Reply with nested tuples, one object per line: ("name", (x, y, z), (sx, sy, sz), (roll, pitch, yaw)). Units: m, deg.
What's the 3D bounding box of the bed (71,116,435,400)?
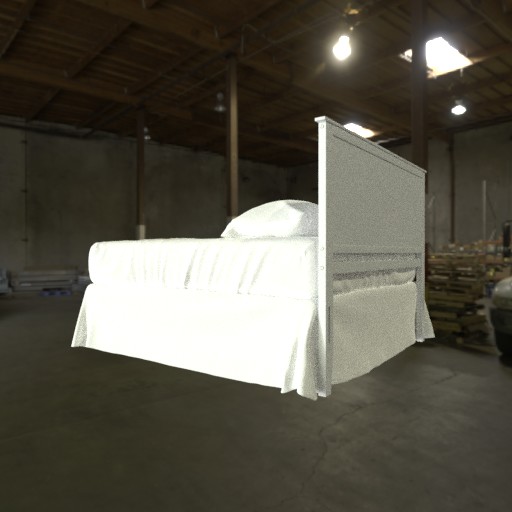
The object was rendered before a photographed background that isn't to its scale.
("bed", (0.000, 0.000, 3.228), (2.047, 1.269, 1.876), (0, 0, 36))
